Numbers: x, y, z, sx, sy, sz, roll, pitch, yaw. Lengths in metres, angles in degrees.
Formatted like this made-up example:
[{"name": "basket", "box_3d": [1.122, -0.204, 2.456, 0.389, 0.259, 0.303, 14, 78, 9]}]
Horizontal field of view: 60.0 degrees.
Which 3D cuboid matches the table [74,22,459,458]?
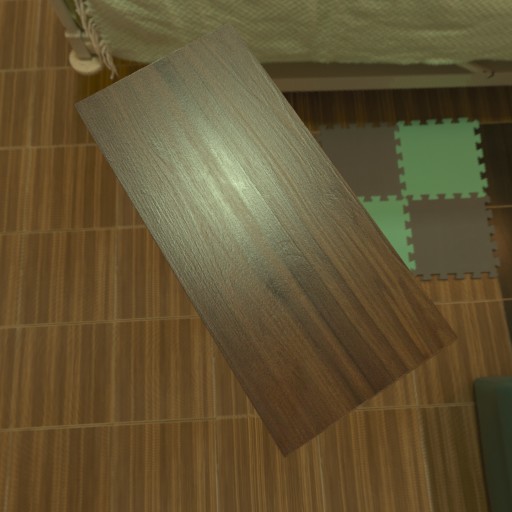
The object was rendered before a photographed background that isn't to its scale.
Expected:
[{"name": "table", "box_3d": [0.000, 0.000, 1.216, 0.390, 0.725, 0.802, -31, 79, -7]}]
